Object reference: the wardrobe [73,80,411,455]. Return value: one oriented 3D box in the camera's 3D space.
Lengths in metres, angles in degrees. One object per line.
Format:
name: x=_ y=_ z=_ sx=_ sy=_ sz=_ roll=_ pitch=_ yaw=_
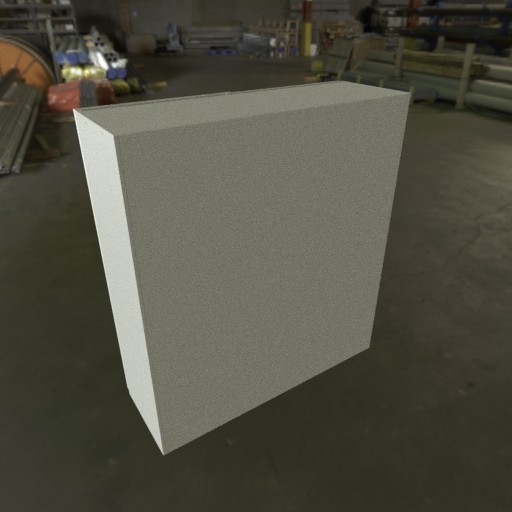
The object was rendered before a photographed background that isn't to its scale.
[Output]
wardrobe: x=0.000 y=0.000 z=2.894 sx=1.780 sy=1.960 sz=0.629 roll=-18 pitch=34 yaw=-29
